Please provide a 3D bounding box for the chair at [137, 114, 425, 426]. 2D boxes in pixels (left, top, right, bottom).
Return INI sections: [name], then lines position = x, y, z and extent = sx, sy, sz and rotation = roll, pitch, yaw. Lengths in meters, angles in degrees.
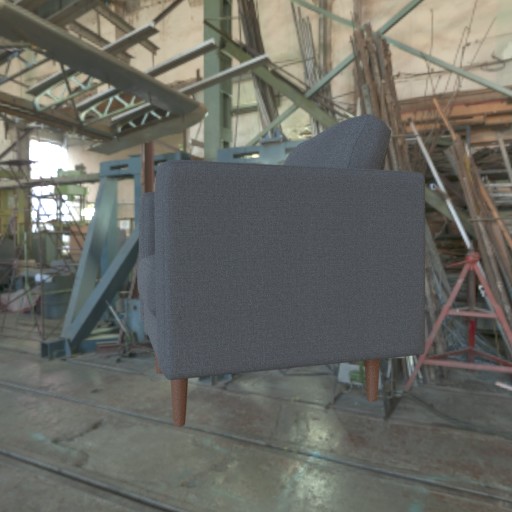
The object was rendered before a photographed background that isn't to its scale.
[chair]
position = 0.000, 0.000, 1.576
extent = 0.800, 0.927, 0.854
rotation = -1, 2, -18
